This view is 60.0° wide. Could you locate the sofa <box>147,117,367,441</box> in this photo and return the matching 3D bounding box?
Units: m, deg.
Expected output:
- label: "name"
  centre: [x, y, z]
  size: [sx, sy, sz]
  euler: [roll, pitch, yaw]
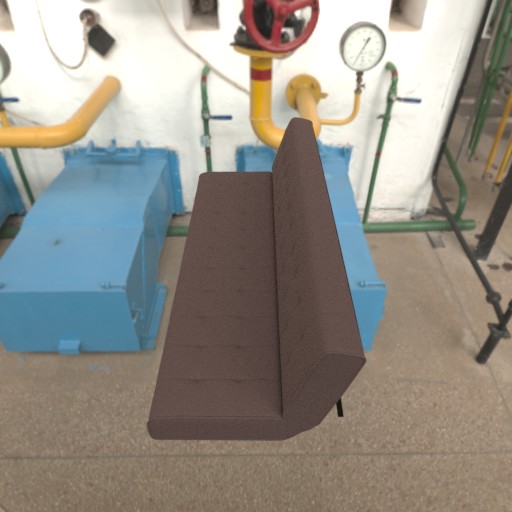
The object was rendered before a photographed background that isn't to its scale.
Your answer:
- label: "sofa"
  centre: [0.000, 0.000, 2.140]
  size: [0.747, 0.699, 1.703]
  euler: [0, 40, 0]
